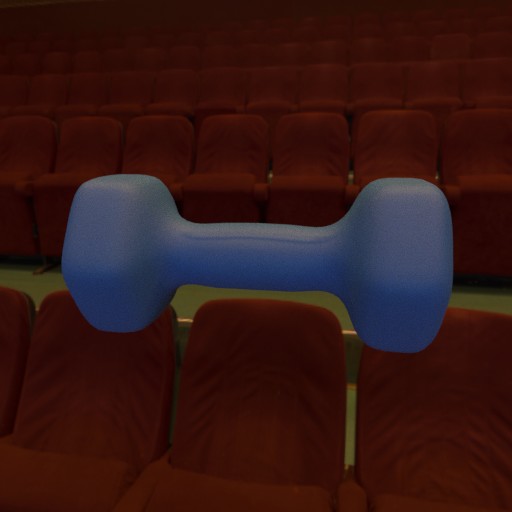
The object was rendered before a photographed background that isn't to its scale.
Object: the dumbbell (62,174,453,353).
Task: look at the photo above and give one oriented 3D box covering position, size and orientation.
[{"bbox_3d":[0.000,0.000,0.264,0.212,0.093,0.103,3,15,10],"label":"dumbbell"}]
